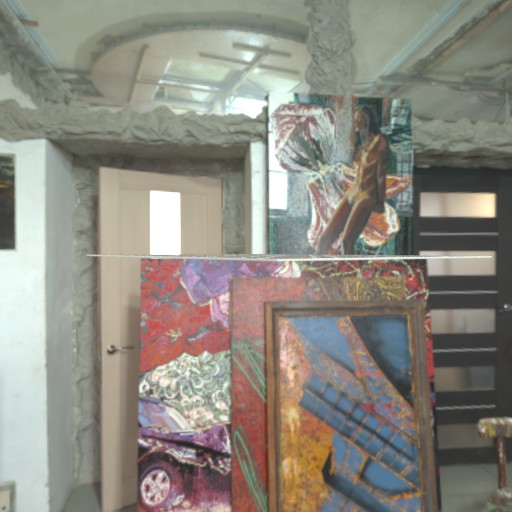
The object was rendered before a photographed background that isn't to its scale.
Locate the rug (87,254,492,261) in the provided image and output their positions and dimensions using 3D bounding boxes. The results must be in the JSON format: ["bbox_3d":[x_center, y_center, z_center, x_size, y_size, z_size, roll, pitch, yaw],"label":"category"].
[{"bbox_3d":[0.000,0.000,2.888,1.522,0.008,2.284,0,1,-36],"label":"rug"}]
